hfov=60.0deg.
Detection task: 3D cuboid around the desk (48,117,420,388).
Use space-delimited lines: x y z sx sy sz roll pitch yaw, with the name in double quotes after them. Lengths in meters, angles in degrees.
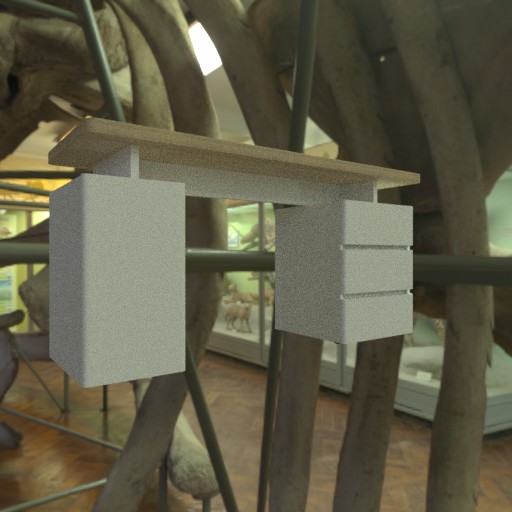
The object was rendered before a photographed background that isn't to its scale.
0.000 0.000 1.844 1.500 0.755 0.550 0 0 -35 "desk"
